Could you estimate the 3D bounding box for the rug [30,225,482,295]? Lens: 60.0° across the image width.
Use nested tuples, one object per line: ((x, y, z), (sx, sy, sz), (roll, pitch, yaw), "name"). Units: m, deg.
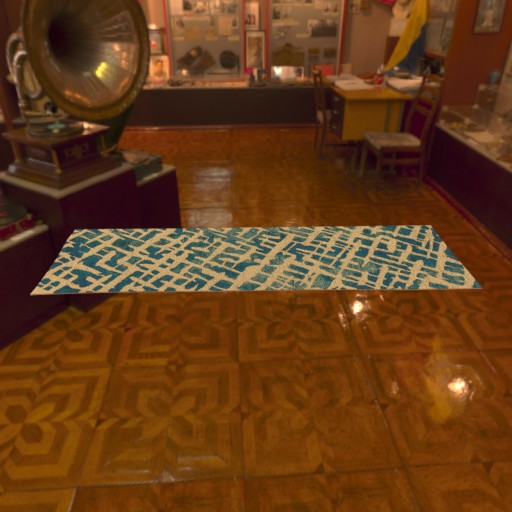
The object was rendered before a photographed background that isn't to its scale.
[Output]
((0.000, 0.000, 2.715), (2.446, 0.011, 0.768), (-1, 30, -1), "rug")
